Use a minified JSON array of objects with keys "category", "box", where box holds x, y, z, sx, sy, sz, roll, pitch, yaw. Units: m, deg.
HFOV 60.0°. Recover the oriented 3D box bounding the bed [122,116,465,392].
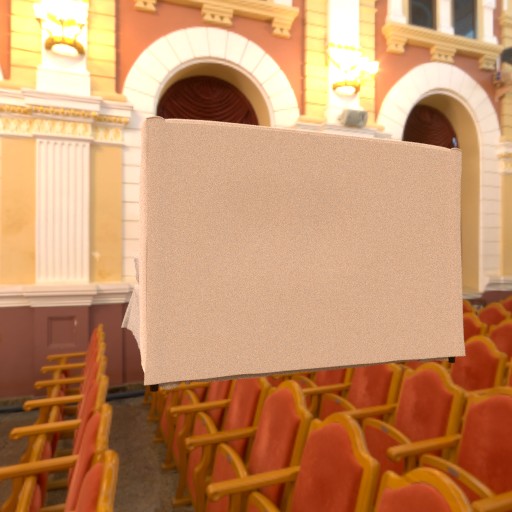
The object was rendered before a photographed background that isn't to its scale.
[{"category":"bed","box":[0.000,0.000,3.454,1.925,1.332,2.276,0,-1,-19]}]
